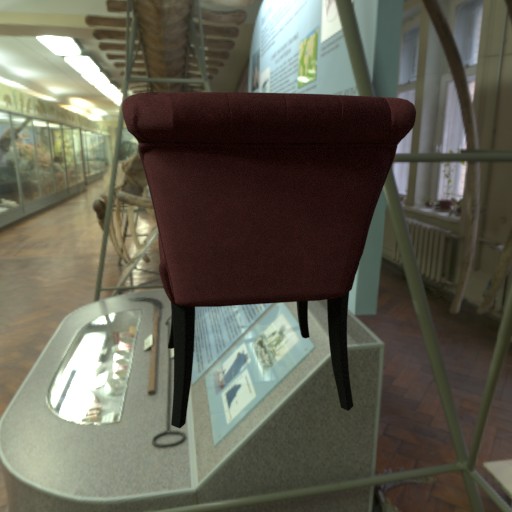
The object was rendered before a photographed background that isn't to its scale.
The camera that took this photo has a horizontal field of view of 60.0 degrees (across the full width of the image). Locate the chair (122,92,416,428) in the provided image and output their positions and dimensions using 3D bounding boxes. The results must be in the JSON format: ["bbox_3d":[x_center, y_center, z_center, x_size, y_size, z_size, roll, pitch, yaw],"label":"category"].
[{"bbox_3d":[0.000,0.000,1.164,0.582,0.750,0.605,-2,14,-10],"label":"chair"}]
